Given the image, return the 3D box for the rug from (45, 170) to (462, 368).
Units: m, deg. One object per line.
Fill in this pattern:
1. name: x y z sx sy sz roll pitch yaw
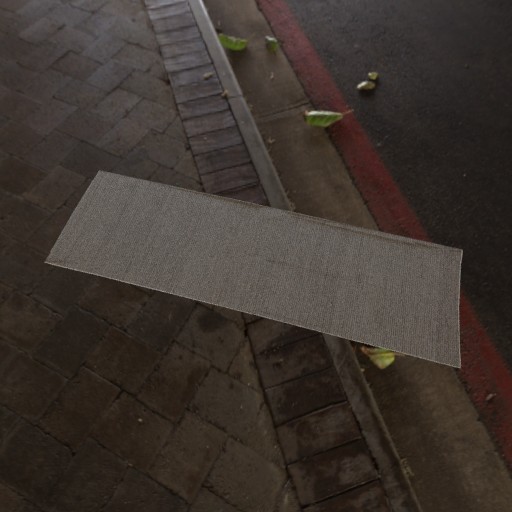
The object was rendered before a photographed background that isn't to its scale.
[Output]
1. rug: 0.000 0.000 2.629 2.390 0.014 0.741 13 60 8
